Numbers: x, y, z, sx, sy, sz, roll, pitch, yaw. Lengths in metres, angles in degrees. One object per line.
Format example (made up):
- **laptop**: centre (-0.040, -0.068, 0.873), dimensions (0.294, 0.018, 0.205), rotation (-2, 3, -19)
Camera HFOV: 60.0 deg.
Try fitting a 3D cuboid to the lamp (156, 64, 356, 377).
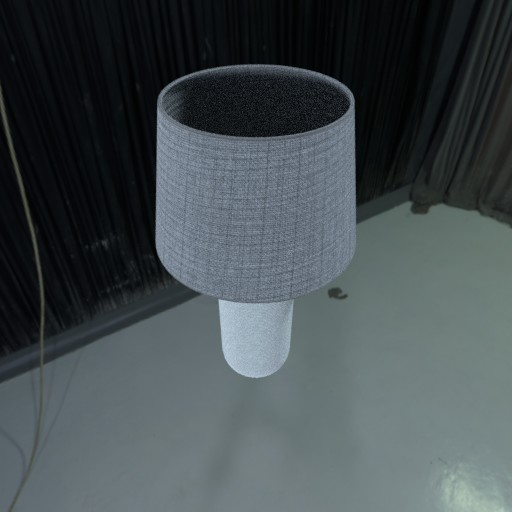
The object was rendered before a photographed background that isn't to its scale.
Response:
- **lamp**: centre (0.000, 0.000, 0.590), dimensions (0.251, 0.429, 0.251), rotation (0, 40, 0)
